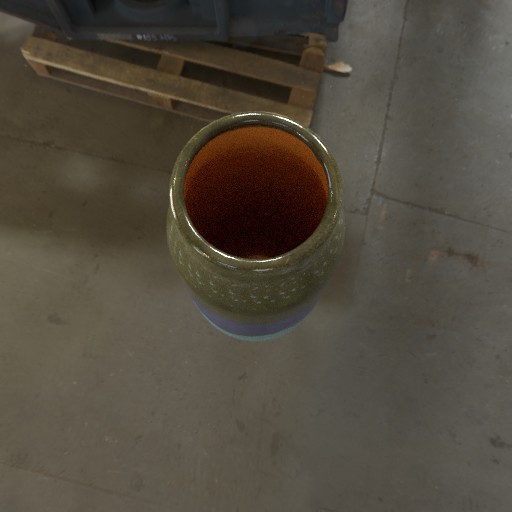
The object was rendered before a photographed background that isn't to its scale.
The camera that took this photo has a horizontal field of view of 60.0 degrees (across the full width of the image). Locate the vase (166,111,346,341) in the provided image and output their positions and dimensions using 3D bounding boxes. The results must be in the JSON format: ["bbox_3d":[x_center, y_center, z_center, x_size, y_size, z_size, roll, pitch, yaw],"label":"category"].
[{"bbox_3d":[0.000,0.000,0.386,0.139,0.313,0.139,0,76,0],"label":"vase"}]
